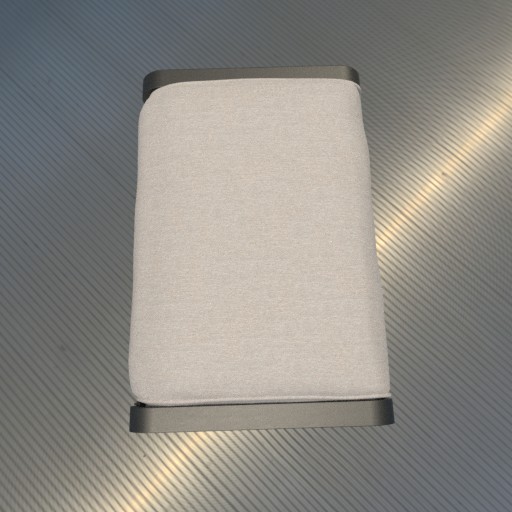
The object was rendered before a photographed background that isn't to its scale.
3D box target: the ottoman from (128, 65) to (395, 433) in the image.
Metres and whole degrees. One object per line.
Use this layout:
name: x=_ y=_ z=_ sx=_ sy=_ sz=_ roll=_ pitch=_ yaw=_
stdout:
ottoman: x=0.000 y=0.000 z=0.883 sx=0.406 sy=0.422 sz=0.610 roll=-2 pitch=75 yaw=0
